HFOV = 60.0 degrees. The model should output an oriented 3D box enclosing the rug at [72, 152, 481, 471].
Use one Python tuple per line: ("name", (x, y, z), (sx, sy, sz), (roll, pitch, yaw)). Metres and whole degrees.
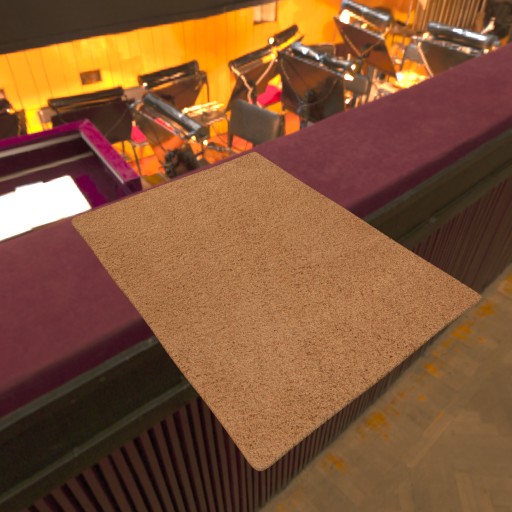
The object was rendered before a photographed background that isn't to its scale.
("rug", (0.000, 0.000, 2.085), (1.199, 0.025, 1.600), (-27, 48, -27))
